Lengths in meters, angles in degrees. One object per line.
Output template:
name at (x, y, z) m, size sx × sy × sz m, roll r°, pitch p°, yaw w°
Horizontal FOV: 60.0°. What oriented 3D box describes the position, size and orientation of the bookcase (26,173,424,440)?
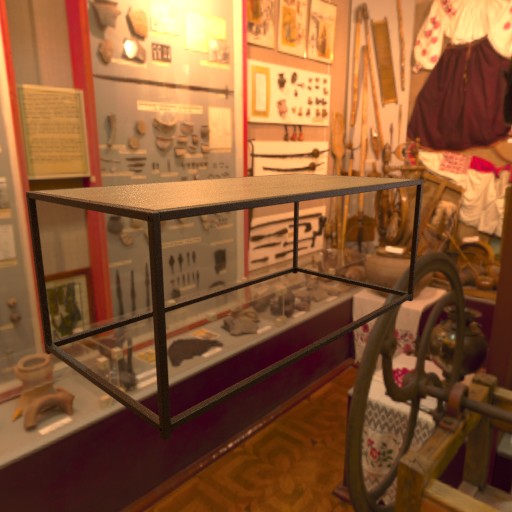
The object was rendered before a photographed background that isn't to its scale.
bookcase at (0.000, 0.000, 1.242) m, size 0.500 × 0.400 × 1.000 m, roll 12°, pitch 18°, yaw 42°
